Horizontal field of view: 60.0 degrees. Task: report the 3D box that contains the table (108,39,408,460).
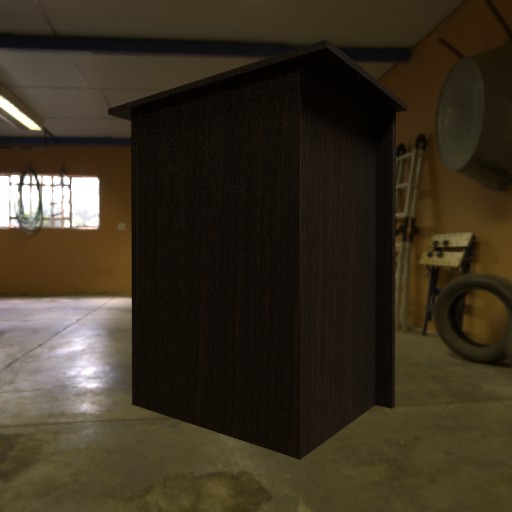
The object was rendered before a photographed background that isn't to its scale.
[{"bbox_3d":[0.000,0.000,1.062,0.591,0.711,0.406,1,1,37],"label":"table"}]
